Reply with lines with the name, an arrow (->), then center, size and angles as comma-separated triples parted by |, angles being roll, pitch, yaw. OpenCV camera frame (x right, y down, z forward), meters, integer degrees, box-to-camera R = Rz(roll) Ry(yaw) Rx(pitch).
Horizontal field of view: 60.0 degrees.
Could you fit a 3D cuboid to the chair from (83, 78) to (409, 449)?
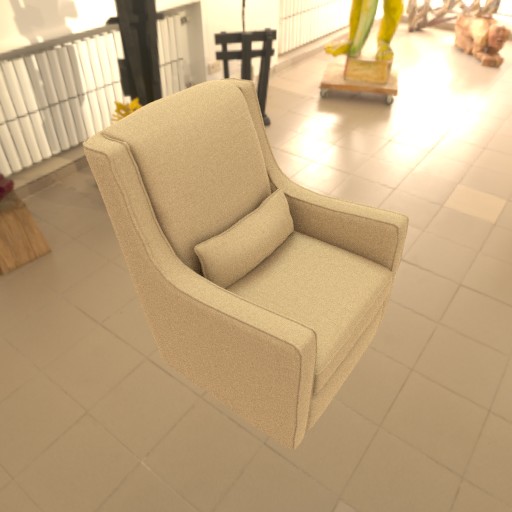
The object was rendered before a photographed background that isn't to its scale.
chair -> 0.000, 0.000, 1.616 | 0.879, 0.993, 0.732 | 26, 48, 26
